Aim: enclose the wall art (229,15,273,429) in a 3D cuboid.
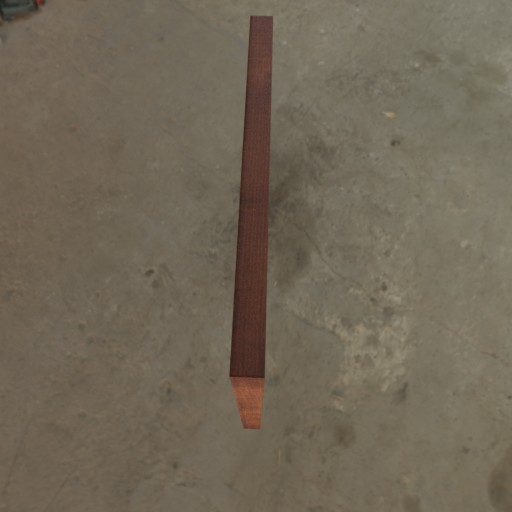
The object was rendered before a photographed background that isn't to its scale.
[{"bbox_3d":[0.000,0.000,0.826,0.037,0.572,0.554,2,64,1],"label":"wall art"}]
